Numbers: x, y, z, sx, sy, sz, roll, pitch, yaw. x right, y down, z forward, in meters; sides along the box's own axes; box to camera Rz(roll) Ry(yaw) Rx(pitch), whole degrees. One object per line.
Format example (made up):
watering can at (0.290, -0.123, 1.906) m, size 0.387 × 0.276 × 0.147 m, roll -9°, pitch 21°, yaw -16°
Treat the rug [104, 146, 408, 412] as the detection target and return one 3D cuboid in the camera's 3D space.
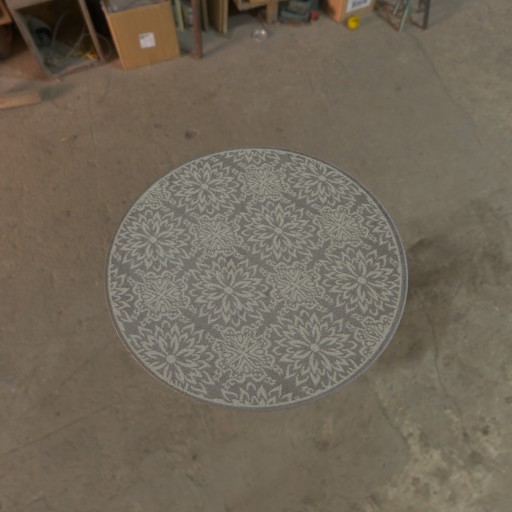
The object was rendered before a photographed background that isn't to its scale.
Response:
rug at (0.000, 0.000, 2.358) m, size 1.593 × 0.012 × 1.593 m, roll 0°, pitch 60°, yaw 0°
